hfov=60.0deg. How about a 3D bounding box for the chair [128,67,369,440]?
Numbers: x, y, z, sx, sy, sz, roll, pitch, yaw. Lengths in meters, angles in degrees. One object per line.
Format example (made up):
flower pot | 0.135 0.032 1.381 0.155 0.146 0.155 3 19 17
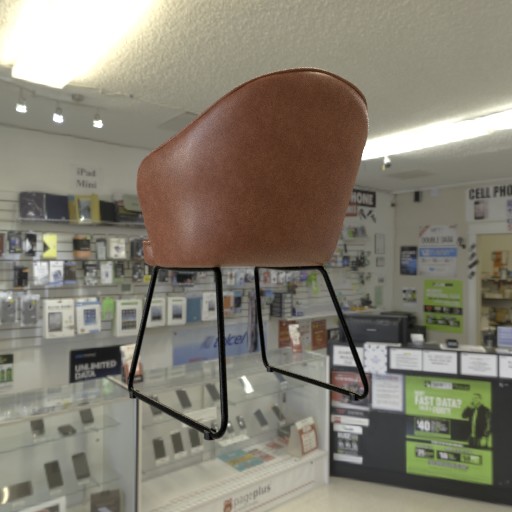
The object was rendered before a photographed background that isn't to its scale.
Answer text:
chair | 0.000 0.000 1.186 0.582 0.785 0.580 0 -1 -37
